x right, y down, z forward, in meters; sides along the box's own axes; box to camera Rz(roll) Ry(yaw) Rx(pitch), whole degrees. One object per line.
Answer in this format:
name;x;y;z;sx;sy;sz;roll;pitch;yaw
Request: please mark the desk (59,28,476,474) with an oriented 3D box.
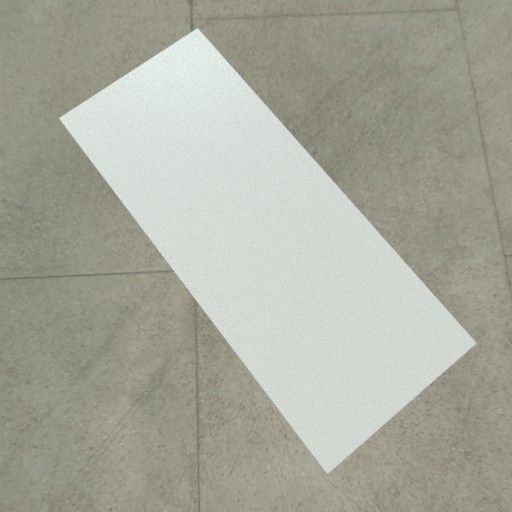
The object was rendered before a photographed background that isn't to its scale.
desk;0.000;0.000;1.564;0.504;0.762;1.191;-37;79;-8
